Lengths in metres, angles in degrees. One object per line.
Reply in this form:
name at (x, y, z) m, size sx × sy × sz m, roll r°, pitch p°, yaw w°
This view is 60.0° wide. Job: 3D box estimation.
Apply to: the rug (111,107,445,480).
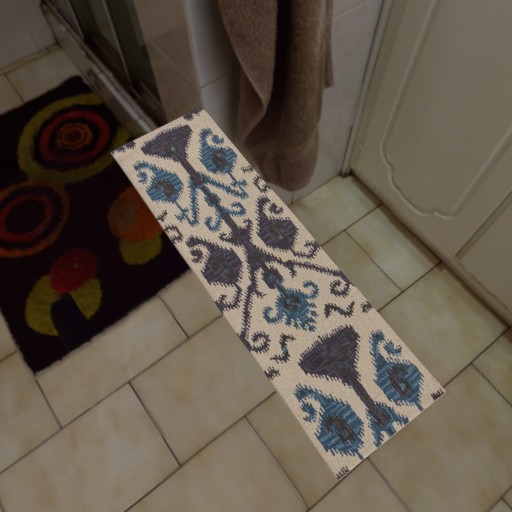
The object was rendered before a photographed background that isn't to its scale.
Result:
rug at (0.000, 0.000, 2.520) m, size 0.692 × 0.017 × 2.301 m, roll -32°, pitch 68°, yaw -15°
